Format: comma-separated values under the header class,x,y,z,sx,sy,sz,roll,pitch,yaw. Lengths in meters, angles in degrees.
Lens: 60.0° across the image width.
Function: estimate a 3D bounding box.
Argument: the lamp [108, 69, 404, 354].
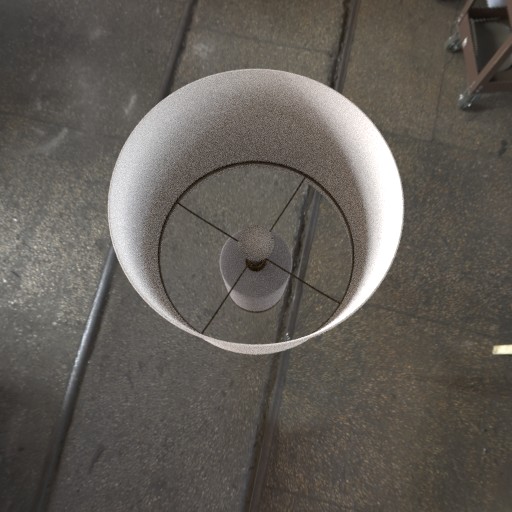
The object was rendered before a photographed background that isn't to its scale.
class,x,y,z,sx,sy,sz,roll,pitch,yaw
lamp,0.000,0.000,0.527,0.229,0.380,0.229,0,76,0
